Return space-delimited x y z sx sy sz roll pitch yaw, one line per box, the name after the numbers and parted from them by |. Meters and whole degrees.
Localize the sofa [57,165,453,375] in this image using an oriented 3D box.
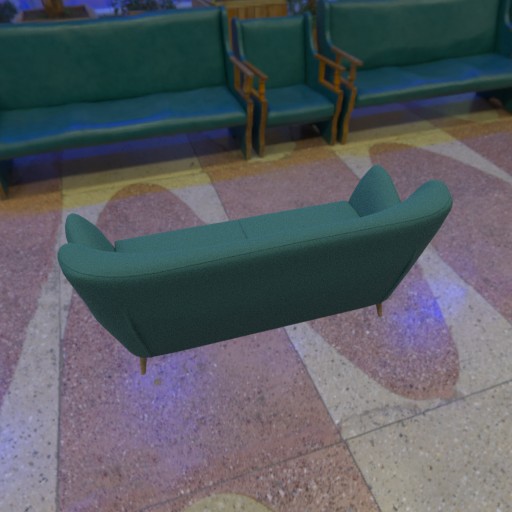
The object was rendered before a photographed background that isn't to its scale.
0.000 0.000 2.434 1.930 0.890 0.889 -11 42 -13 | sofa
